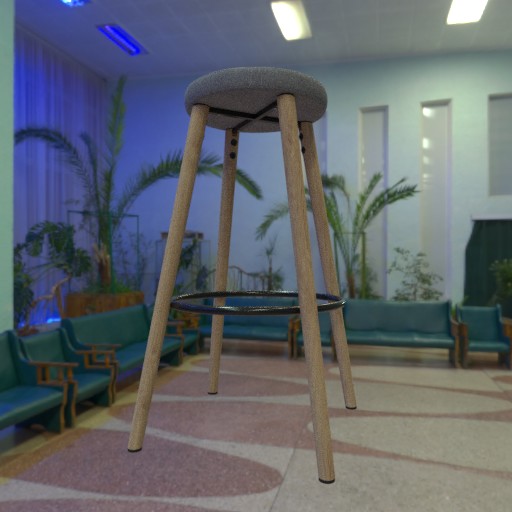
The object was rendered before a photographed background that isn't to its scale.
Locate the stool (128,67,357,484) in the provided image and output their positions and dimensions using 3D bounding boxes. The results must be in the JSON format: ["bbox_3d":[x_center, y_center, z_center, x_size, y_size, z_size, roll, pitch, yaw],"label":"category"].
[{"bbox_3d":[0.000,0.000,1.003,0.410,0.770,0.410,0,0,18],"label":"stool"}]
